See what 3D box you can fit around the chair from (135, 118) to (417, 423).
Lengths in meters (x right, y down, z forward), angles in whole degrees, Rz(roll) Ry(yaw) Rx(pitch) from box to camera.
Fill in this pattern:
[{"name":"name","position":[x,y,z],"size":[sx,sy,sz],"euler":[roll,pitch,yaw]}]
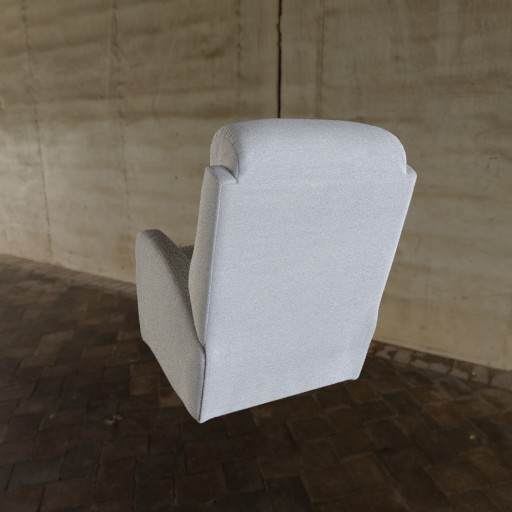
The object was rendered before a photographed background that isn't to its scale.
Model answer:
[{"name":"chair","position":[0.000,0.000,1.772],"size":[0.798,1.013,1.043],"euler":[-7,16,-25]}]
